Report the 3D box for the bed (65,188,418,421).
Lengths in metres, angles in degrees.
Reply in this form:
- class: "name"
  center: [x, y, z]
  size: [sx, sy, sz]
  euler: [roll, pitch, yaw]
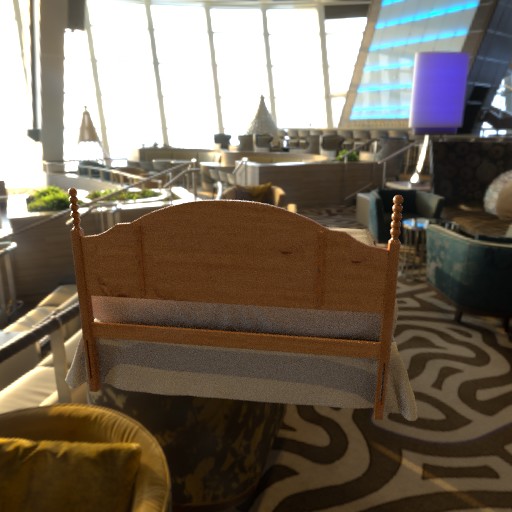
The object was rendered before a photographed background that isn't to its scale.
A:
- class: "bed"
  center: [0.000, 0.000, 3.676]
  size: [2.322, 1.355, 2.219]
  euler: [3, 16, 9]
